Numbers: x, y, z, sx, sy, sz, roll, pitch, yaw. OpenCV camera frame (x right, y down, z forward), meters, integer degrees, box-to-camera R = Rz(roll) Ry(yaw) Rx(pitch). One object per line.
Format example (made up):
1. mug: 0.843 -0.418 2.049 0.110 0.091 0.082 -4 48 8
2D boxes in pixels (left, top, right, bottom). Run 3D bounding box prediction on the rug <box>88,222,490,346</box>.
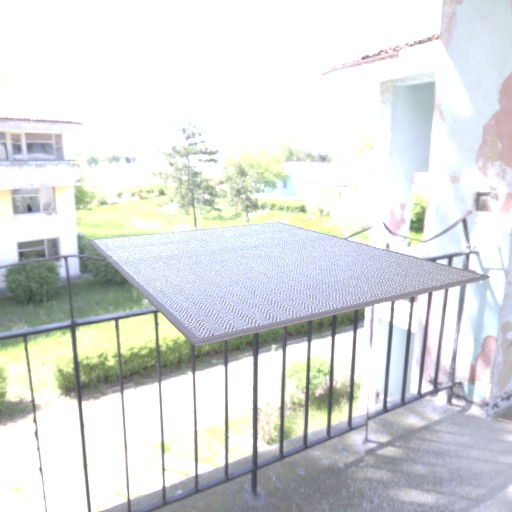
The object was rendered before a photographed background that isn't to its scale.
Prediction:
1. rug: 0.000 0.000 4.067 2.434 0.032 3.007 -8 16 -29
